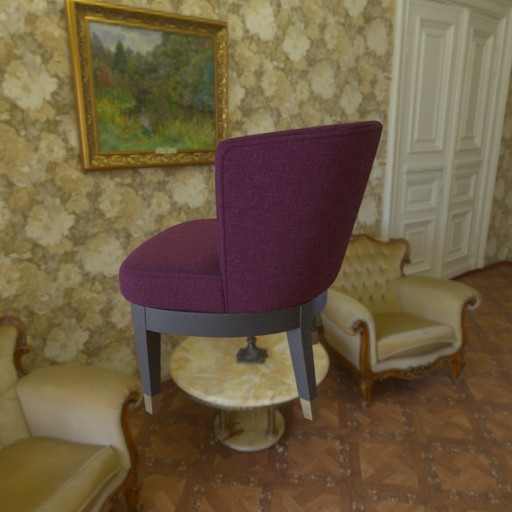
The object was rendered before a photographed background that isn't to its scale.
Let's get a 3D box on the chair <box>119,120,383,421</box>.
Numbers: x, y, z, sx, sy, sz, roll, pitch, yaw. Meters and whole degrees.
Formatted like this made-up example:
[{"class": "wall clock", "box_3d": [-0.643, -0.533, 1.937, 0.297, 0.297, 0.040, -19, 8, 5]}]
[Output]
[{"class": "chair", "box_3d": [0.000, 0.000, 1.310, 0.660, 0.760, 0.700, 2, 15, 7]}]
